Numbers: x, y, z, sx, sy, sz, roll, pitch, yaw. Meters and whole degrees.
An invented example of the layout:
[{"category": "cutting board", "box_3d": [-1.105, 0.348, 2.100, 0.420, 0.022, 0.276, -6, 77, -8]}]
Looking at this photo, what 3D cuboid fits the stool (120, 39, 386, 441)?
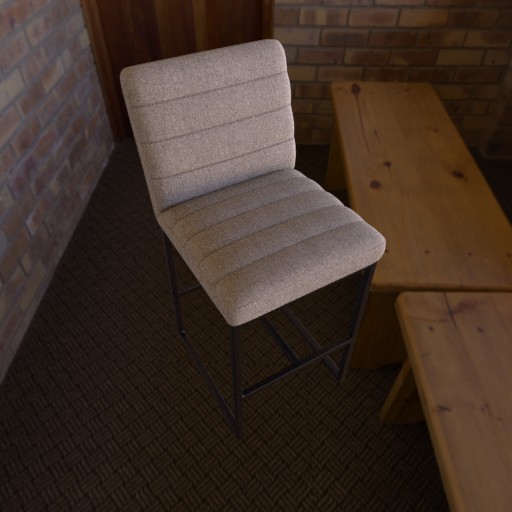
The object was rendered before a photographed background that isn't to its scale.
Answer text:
[{"category": "stool", "box_3d": [0.000, 0.000, 1.330, 0.459, 1.034, 0.571, -22, 48, -21]}]
